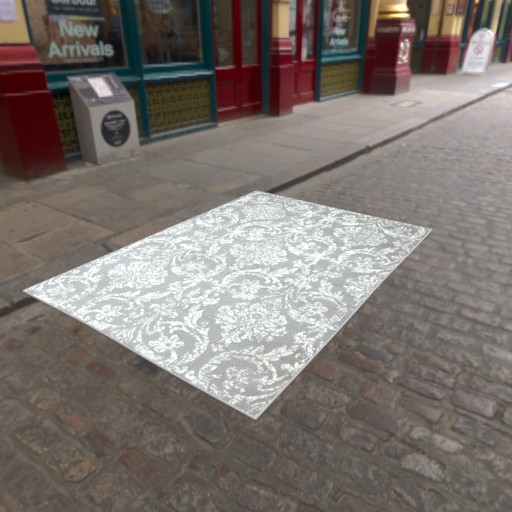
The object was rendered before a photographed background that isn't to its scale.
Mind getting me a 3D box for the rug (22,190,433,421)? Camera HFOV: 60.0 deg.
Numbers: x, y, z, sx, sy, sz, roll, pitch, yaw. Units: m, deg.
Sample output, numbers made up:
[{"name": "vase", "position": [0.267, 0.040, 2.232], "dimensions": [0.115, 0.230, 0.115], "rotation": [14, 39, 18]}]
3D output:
[{"name": "rug", "position": [0.000, 0.000, 2.821], "dimensions": [1.578, 0.014, 2.206], "rotation": [17, 31, 32]}]
